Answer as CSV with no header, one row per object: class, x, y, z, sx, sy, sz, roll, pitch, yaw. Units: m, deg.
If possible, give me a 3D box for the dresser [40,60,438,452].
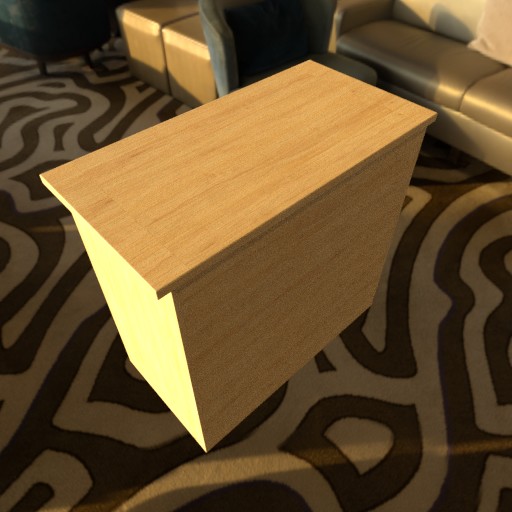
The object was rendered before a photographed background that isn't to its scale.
dresser,0.000,0.000,1.233,0.800,0.730,0.410,-34,55,-28
